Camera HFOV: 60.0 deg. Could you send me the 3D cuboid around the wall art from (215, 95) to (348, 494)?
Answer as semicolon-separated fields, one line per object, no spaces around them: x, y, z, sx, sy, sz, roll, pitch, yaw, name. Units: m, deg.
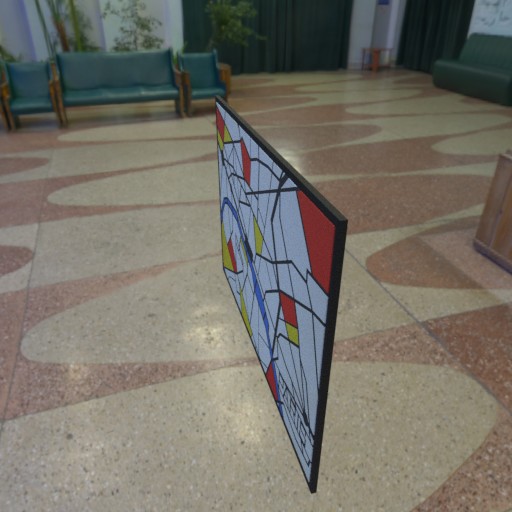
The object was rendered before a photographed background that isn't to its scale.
0.000;0.000;1.207;0.013;0.665;0.963;-8;31;-13;wall art
